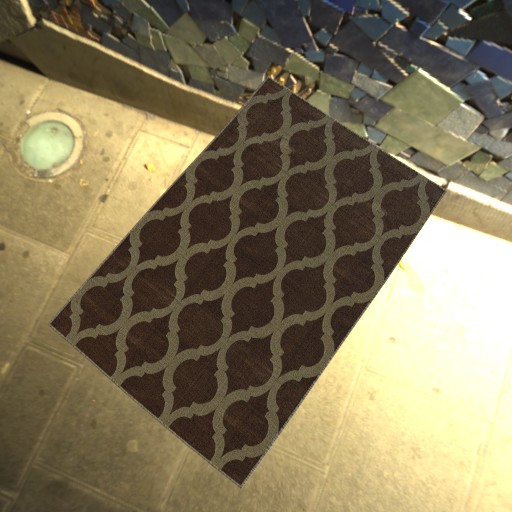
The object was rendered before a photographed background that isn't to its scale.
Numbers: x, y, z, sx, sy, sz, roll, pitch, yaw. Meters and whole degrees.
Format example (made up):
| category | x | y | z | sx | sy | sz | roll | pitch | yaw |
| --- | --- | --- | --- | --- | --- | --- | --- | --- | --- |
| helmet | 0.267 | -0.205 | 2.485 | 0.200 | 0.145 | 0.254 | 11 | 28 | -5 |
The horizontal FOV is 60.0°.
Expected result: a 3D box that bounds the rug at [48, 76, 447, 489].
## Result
| category | x | y | z | sx | sy | sz | roll | pitch | yaw |
| --- | --- | --- | --- | --- | --- | --- | --- | --- | --- |
| rug | 0.000 | 0.000 | 2.856 | 1.522 | 0.008 | 2.284 | 36 | 77 | 10 |
